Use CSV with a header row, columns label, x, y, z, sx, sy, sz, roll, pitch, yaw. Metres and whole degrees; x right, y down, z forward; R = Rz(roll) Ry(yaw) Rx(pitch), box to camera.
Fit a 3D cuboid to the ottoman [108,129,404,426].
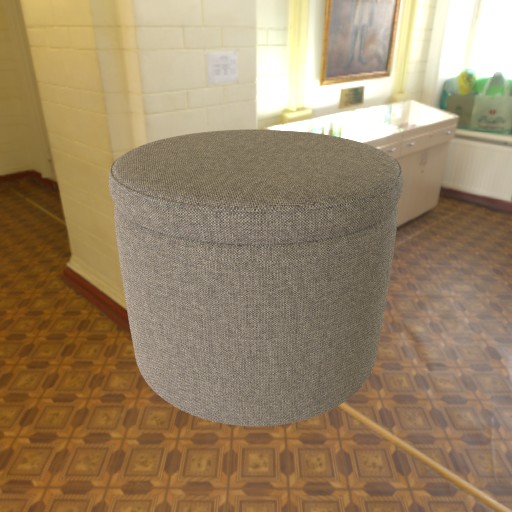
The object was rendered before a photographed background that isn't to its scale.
label,x,y,z,sx,sy,sz,roll,pitch,yaw
ottoman,0.000,0.000,0.889,0.520,0.430,0.520,0,27,0
